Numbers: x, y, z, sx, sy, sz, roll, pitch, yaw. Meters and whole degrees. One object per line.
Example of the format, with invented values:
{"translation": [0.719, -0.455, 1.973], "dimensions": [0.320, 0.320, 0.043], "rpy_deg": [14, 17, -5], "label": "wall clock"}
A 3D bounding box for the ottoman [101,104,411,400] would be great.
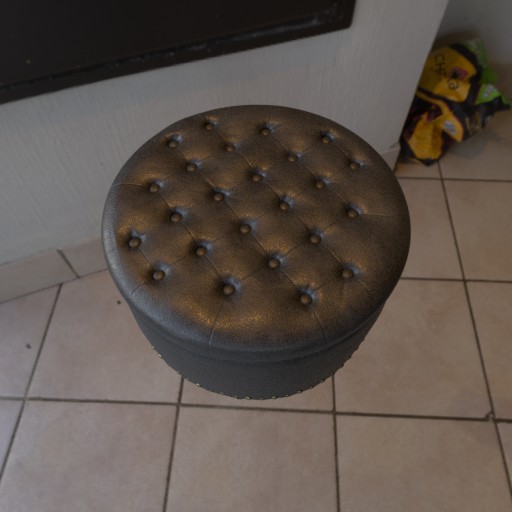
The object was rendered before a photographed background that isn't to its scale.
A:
{"translation": [0.000, 0.000, 1.081], "dimensions": [0.637, 0.442, 0.637], "rpy_deg": [0, 58, 0], "label": "ottoman"}
